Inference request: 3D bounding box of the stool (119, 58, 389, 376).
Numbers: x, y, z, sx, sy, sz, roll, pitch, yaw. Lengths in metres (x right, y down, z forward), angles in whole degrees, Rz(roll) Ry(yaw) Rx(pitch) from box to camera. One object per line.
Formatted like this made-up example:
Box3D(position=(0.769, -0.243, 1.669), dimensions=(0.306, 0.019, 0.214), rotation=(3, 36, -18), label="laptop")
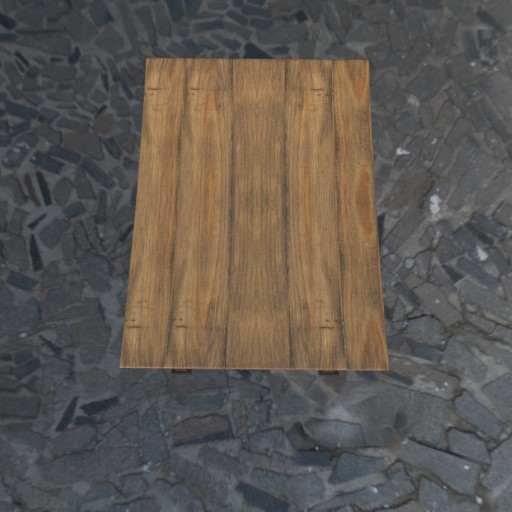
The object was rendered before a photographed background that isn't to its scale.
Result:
Box3D(position=(0.000, 0.000, 0.931), dimensions=(0.405, 0.625, 0.486), rotation=(1, 75, 0), label="stool")
